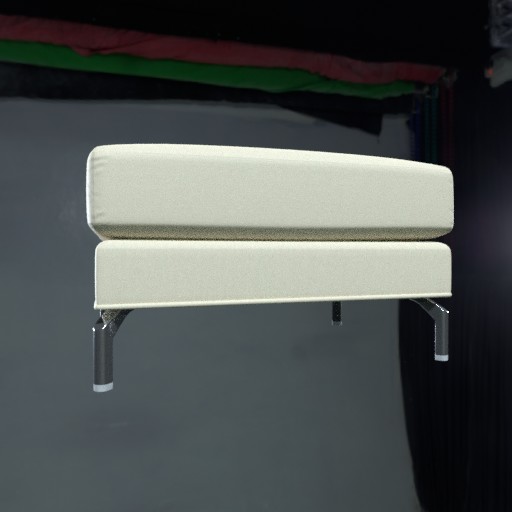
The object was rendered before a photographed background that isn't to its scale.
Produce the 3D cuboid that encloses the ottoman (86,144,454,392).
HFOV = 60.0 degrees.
[{"bbox_3d":[0.000,0.000,1.202,0.835,0.497,0.581,0,1,-18],"label":"ottoman"}]
